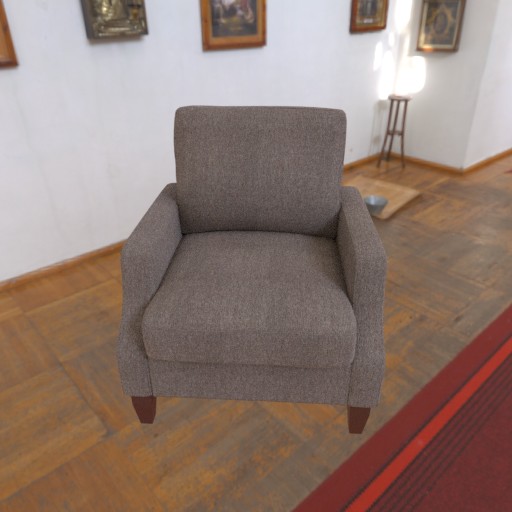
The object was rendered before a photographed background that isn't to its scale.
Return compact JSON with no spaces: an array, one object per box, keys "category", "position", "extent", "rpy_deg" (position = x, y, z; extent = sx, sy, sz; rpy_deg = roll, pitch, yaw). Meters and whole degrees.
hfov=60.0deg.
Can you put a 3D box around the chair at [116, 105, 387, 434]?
[{"category":"chair","position":[0.000,0.000,1.665],"extent":[0.855,0.993,0.897],"rpy_deg":[2,29,3]}]
